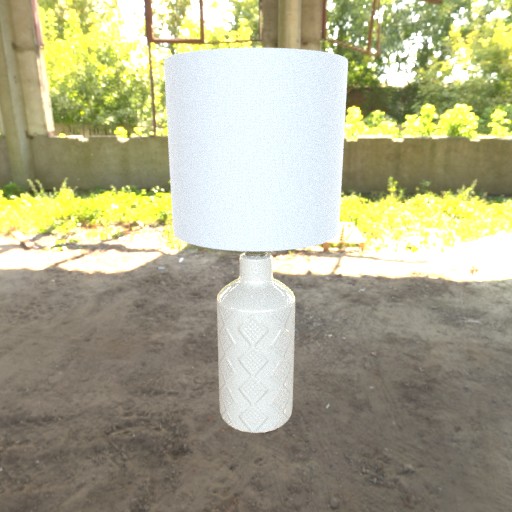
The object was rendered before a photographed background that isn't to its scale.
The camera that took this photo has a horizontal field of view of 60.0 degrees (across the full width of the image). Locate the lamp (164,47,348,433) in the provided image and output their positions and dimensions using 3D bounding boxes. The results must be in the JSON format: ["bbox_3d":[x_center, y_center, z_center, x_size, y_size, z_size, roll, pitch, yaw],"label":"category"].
[{"bbox_3d":[0.000,0.000,0.572,0.207,0.461,0.207,-8,18,-26],"label":"lamp"}]
